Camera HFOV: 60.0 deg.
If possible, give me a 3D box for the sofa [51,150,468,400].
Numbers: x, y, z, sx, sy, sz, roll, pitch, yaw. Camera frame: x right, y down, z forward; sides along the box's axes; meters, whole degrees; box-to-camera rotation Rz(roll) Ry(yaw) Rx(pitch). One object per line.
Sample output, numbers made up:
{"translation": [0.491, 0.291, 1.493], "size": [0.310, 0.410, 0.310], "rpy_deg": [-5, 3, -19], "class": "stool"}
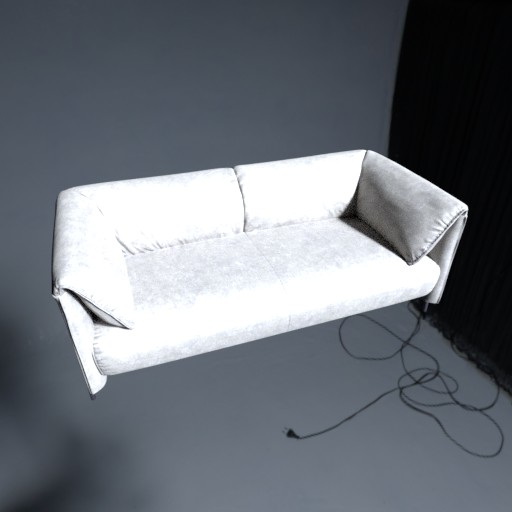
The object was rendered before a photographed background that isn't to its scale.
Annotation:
{"translation": [0.000, 0.000, 2.346], "size": [1.878, 0.747, 0.905], "rpy_deg": [-11, 34, -17], "class": "sofa"}
